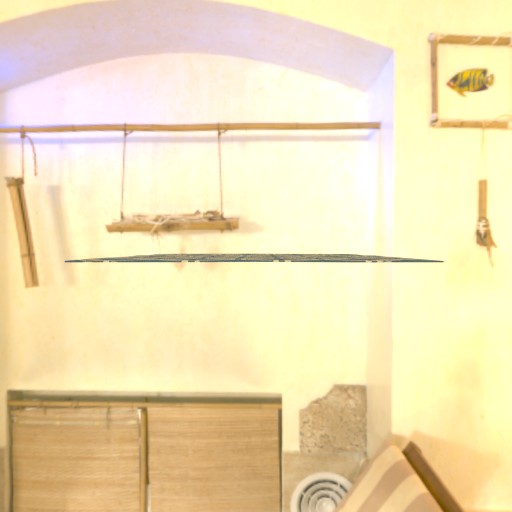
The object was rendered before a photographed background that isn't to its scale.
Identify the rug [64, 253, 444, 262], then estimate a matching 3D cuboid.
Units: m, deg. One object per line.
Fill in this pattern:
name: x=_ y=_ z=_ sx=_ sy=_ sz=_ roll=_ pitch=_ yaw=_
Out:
rug: x=0.000 y=0.000 z=2.813 sx=1.524 sy=0.013 sz=2.135 roll=0 pitch=1 yaw=0
